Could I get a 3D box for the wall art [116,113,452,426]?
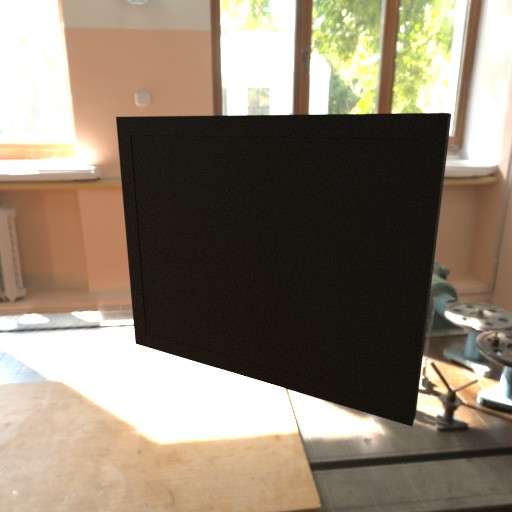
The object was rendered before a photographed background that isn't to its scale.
[{"bbox_3d":[0.000,0.000,0.544,0.404,0.329,0.024,9,19,27],"label":"wall art"}]
